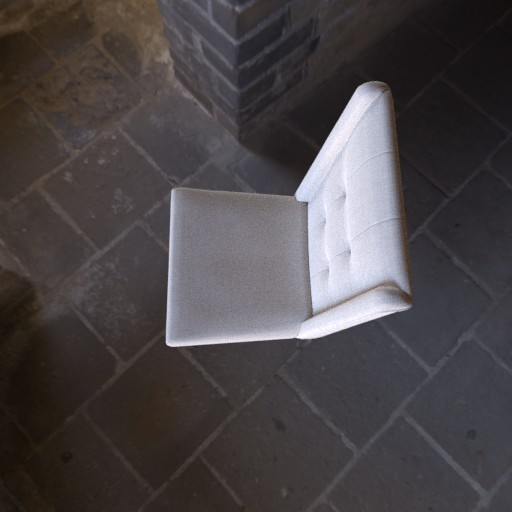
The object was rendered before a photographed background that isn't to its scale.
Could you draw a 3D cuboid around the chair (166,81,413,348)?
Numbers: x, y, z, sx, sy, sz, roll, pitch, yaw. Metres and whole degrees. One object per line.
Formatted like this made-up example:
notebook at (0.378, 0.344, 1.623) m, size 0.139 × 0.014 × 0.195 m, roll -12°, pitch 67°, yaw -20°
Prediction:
chair at (0.000, 0.000, 1.236) m, size 0.523 × 0.961 × 0.474 m, roll -1°, pitch 75°, yaw 0°
